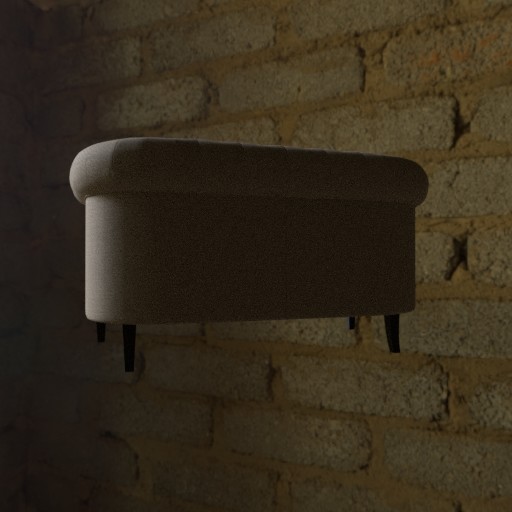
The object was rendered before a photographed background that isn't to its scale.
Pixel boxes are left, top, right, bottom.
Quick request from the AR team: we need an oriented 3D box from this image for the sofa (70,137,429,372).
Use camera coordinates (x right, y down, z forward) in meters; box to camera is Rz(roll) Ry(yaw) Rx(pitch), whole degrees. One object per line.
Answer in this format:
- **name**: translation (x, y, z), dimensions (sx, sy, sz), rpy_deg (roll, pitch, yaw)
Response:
- **sofa**: translation (0.000, 0.000, 1.984), dimensions (1.558, 0.827, 0.835), rpy_deg (0, 0, -17)
